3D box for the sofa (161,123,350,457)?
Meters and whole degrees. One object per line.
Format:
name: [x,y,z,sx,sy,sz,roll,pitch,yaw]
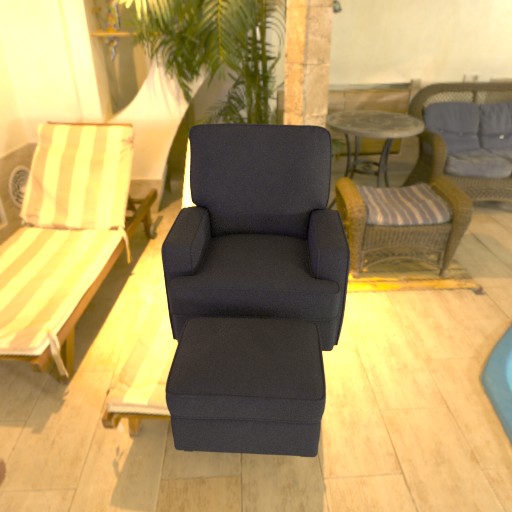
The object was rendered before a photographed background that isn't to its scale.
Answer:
sofa: [0.000,0.000,2.053,0.861,0.959,1.472,2,30,3]
